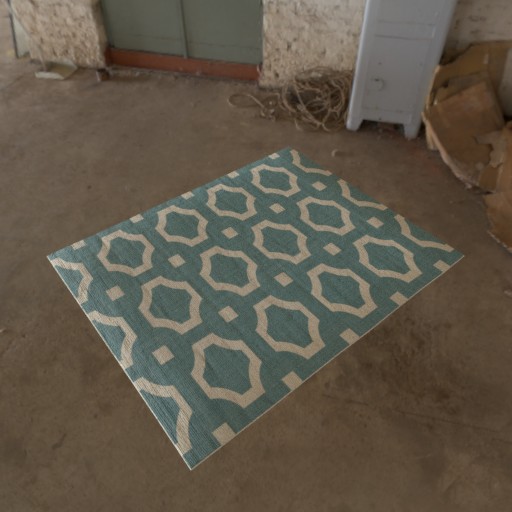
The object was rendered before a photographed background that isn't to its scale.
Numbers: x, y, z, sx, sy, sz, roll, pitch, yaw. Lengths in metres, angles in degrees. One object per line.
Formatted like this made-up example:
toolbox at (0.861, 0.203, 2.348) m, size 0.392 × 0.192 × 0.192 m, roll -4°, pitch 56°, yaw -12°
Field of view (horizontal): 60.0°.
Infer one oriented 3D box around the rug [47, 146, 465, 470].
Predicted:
rug at (0.000, 0.000, 4.154) m, size 3.049 × 0.021 × 2.466 m, roll -30°, pitch 52°, yaw -26°
